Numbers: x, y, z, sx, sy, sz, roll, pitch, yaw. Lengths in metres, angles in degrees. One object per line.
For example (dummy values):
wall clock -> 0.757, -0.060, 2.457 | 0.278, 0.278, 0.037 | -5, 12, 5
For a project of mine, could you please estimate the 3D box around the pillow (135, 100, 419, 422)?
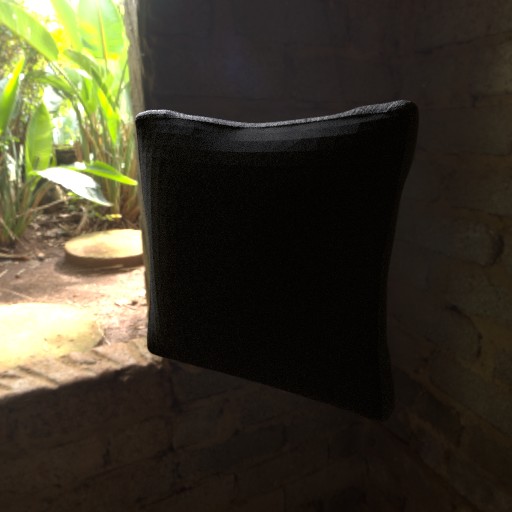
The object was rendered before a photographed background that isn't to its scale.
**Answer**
pillow -> 0.000, 0.000, 0.807 | 0.533, 0.523, 0.210 | 8, 18, 26
